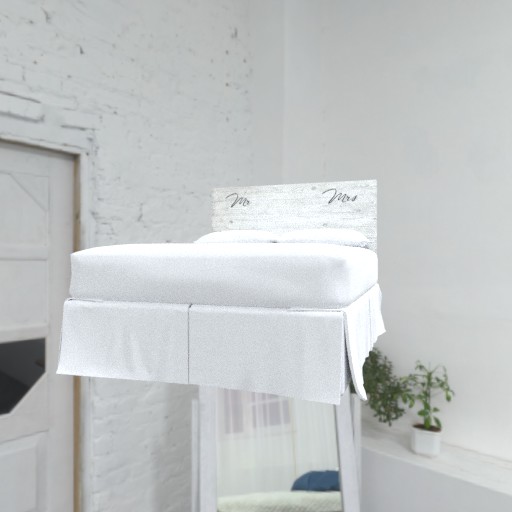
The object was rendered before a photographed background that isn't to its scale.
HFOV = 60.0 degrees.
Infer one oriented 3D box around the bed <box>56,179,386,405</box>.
[{"bbox_3d":[0.000,0.000,3.195,1.745,1.335,2.094,0,0,20],"label":"bed"}]
